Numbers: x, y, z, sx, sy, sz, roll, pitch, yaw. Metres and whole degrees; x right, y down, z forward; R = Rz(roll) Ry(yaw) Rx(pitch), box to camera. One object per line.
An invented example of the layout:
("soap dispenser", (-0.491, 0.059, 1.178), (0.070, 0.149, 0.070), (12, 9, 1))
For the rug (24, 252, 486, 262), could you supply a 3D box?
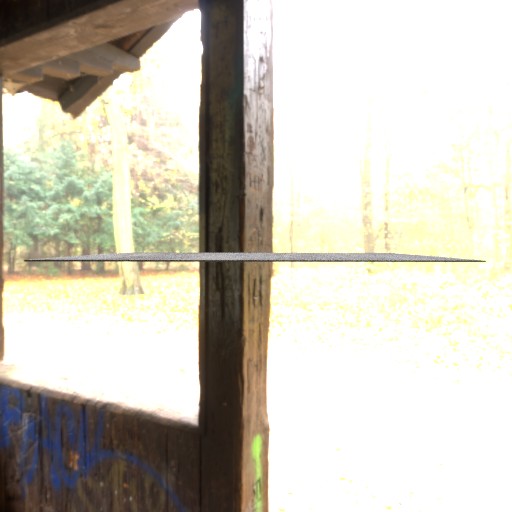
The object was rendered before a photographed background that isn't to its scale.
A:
("rug", (0.000, 0.000, 4.352), (3.307, 0.013, 2.393), (0, 2, 1))
